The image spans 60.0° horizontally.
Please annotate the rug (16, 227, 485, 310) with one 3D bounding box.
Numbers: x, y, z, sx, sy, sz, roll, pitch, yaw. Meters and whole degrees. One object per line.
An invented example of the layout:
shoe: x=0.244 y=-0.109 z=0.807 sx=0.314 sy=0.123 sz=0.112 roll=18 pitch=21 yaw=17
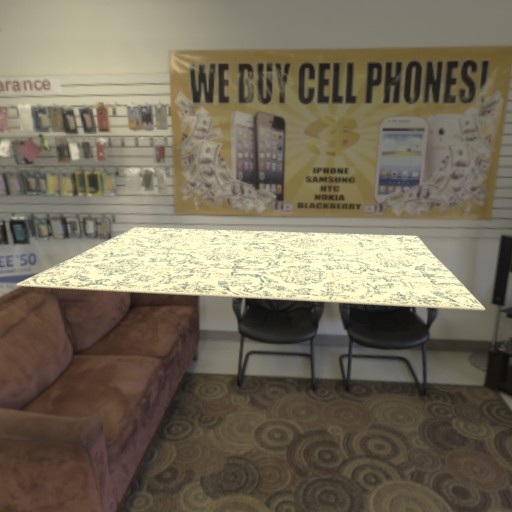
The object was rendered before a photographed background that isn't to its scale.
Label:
rug: x=0.000 y=0.000 z=3.423 sx=2.746 sy=0.018 sz=1.819 roll=2 pitch=15 yaw=8
